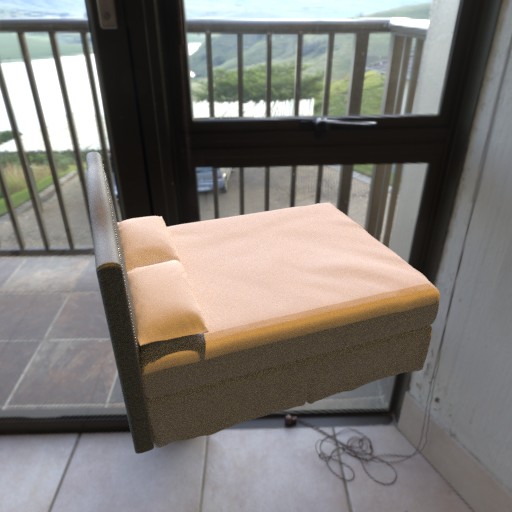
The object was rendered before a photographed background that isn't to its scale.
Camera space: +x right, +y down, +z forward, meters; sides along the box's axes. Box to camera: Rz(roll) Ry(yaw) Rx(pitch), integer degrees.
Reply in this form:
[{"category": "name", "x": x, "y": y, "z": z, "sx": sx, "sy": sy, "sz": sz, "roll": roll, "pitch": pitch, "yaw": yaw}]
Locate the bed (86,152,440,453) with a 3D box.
[{"category": "bed", "x": 0.000, "y": 0.000, "z": 3.279, "sx": 2.143, "sy": 1.460, "sz": 1.753, "roll": -10, "pitch": 32, "yaw": -17}]
